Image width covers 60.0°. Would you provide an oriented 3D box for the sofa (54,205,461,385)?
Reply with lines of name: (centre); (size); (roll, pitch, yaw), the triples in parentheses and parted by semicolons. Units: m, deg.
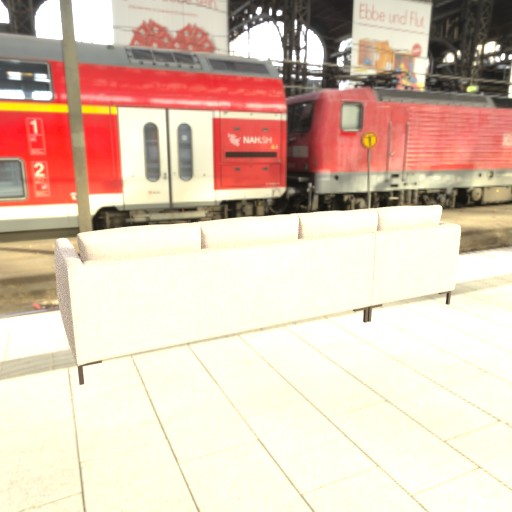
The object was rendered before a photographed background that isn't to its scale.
sofa: (0.000, 0.000, 3.502); (2.923, 0.816, 1.469); (-7, 15, -26)
